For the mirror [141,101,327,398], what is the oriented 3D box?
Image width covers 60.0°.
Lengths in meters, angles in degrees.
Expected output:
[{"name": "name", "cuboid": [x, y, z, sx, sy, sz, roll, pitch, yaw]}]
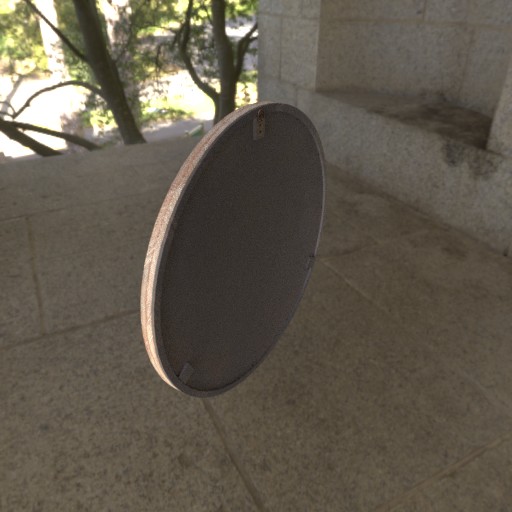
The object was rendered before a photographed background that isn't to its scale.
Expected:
[{"name": "mirror", "cuboid": [0.000, 0.000, 1.077, 0.038, 0.710, 0.710, 19, 36, 28]}]
